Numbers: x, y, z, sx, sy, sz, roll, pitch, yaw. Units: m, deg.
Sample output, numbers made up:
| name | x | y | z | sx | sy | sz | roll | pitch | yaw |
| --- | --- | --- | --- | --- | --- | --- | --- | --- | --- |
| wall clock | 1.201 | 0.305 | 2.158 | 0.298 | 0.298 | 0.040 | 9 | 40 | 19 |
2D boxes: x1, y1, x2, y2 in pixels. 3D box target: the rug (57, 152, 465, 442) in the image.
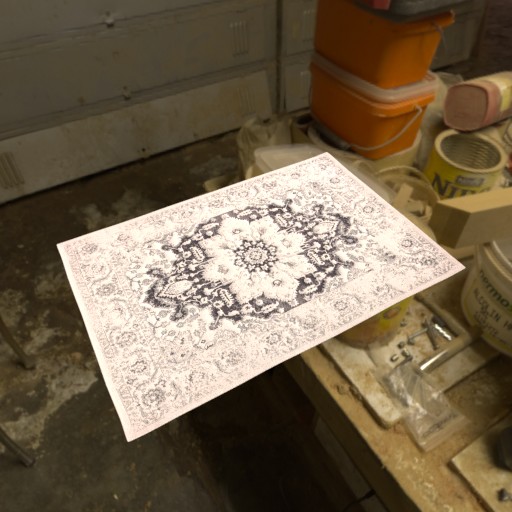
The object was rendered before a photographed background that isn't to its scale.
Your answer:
| name | x | y | z | sx | sy | sz | roll | pitch | yaw |
| --- | --- | --- | --- | --- | --- | --- | --- | --- | --- |
| rug | 0.000 | 0.000 | 2.351 | 1.813 | 0.008 | 1.223 | -22 | 50 | -20 |
